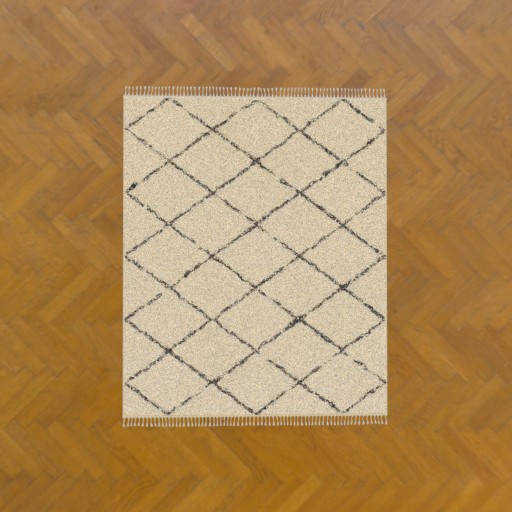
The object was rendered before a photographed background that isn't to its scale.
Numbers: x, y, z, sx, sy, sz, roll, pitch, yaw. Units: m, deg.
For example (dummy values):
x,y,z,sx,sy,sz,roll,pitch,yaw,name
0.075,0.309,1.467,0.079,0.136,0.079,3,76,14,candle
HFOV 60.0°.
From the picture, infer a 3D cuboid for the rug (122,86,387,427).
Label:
x,y,z,sx,sy,sz,roll,pitch,yaw,name
0.000,0.000,3.992,2.380,0.013,3.051,0,90,-2,rug
